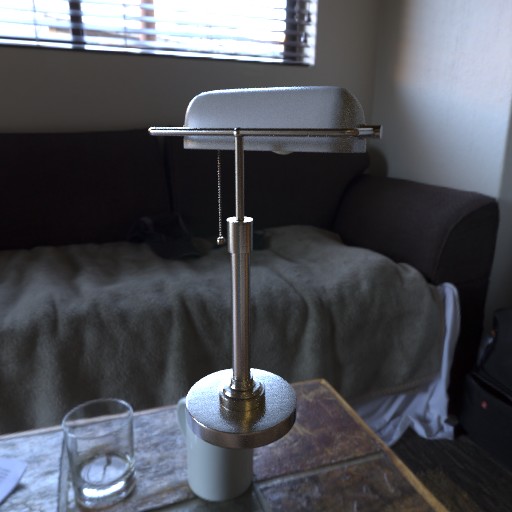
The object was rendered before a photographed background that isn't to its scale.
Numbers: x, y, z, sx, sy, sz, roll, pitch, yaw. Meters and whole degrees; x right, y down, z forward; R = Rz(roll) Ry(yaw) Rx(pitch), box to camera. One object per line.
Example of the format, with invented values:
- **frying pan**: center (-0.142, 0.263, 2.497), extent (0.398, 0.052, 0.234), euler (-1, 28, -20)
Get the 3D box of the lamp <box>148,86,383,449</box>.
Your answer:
- **lamp**: center (0.000, 0.000, 0.561), extent (0.269, 0.404, 0.227), euler (8, 18, 25)
